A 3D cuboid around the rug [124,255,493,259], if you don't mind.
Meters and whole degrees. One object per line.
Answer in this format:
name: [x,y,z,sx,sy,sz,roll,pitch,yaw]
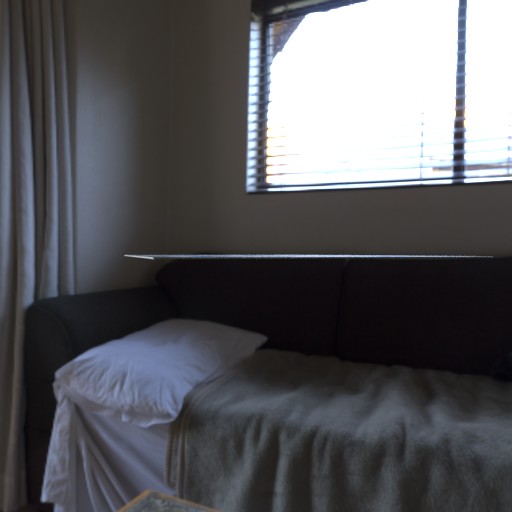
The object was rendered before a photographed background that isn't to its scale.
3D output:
rug: [0.000,0.000,2.278,1.229,0.005,1.827,0,0,-19]
